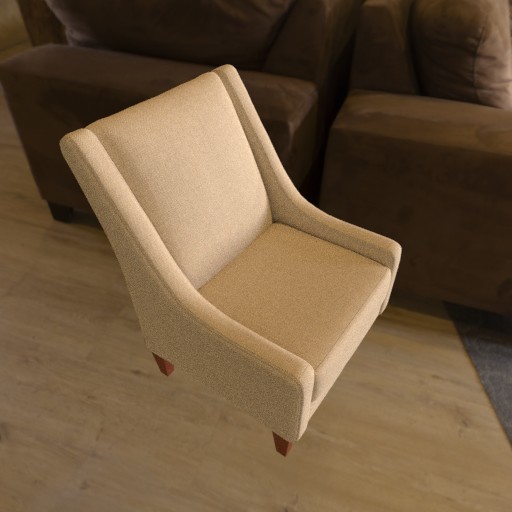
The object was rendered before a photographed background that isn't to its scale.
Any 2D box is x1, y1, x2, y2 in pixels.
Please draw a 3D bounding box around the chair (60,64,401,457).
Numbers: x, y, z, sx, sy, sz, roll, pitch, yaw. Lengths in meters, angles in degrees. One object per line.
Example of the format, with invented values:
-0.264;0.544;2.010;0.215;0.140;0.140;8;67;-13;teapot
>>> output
0.000;0.000;1.613;0.870;1.014;0.774;25;47;26;chair
